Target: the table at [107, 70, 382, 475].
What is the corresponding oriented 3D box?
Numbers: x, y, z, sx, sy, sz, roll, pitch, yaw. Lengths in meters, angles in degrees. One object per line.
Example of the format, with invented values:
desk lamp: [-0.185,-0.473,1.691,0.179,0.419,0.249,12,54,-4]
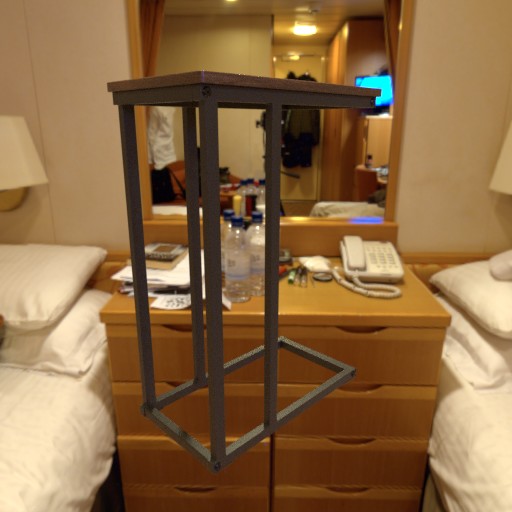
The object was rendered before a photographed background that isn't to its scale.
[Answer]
table: [0.000,0.000,0.887,0.450,0.637,0.254,-16,23,-43]
